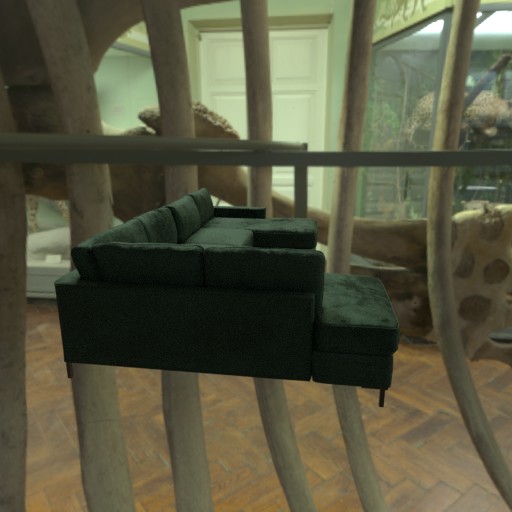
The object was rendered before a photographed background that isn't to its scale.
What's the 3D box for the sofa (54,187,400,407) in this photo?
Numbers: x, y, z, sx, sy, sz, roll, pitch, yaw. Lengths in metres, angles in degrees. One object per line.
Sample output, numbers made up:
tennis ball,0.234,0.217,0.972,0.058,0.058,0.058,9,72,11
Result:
sofa,0.000,0.000,3.872,1.992,0.861,2.994,2,16,8
